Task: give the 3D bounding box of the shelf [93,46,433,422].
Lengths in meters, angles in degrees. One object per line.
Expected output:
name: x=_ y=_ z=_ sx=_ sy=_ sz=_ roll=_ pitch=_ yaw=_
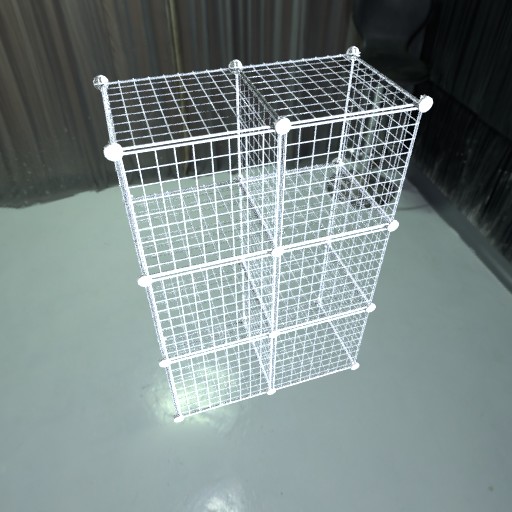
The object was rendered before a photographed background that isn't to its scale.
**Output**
shelf: x=0.000 y=0.000 z=1.382 sx=0.711 sy=1.067 sz=0.356 roll=-12 pitch=44 yaw=-13
